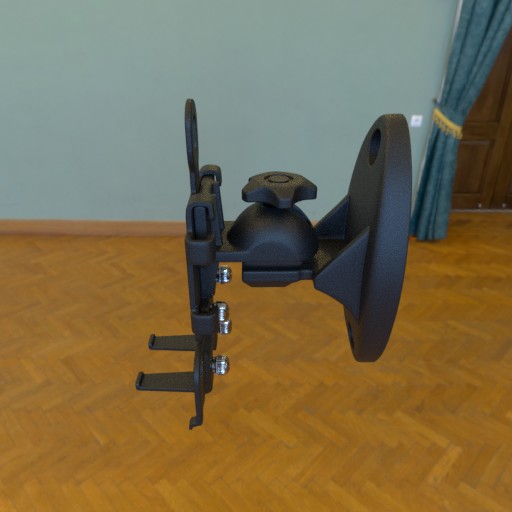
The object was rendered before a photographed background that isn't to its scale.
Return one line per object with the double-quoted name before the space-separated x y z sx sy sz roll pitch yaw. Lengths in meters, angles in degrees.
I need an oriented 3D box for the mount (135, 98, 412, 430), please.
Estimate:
"mount" 0.000 0.000 0.175 0.100 0.118 0.066 0 27 -1
